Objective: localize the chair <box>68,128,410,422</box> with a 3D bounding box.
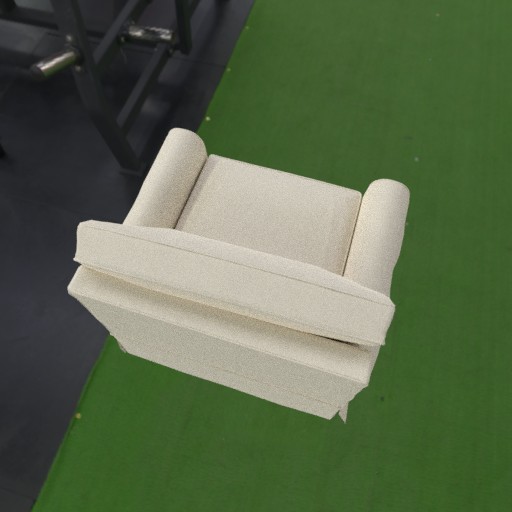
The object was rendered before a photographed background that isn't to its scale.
[{"bbox_3d":[0.000,0.000,1.797,1.099,0.958,0.904,16,64,8],"label":"chair"}]
